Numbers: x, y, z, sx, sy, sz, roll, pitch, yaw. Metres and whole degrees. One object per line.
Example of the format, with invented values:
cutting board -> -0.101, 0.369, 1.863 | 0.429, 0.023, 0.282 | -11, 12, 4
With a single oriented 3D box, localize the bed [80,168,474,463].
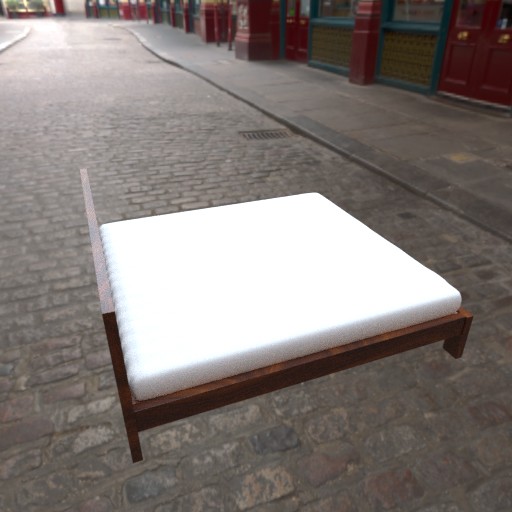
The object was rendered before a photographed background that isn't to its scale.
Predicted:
bed -> 0.000, 0.000, 3.023 | 2.030, 0.890, 1.905 | -11, 31, -19
